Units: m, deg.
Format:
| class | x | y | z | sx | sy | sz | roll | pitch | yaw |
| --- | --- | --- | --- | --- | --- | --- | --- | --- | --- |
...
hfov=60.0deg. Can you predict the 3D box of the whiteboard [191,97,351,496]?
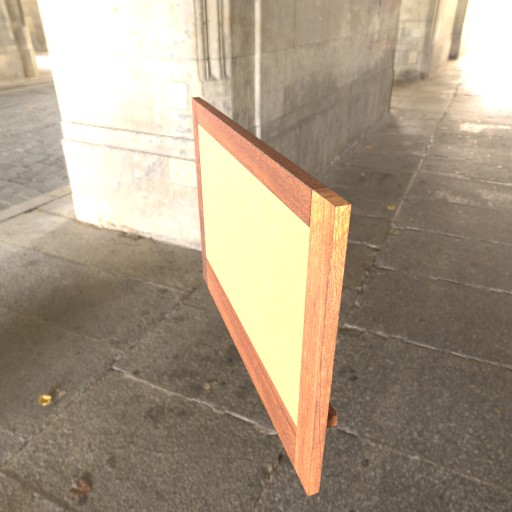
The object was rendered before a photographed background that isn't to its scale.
| class | x | y | z | sx | sy | sz | roll | pitch | yaw |
| --- | --- | --- | --- | --- | --- | --- | --- | --- | --- |
| whiteboard | 0.000 | 0.000 | 0.990 | 0.083 | 0.559 | 0.783 | -10 | 31 | -17 |
